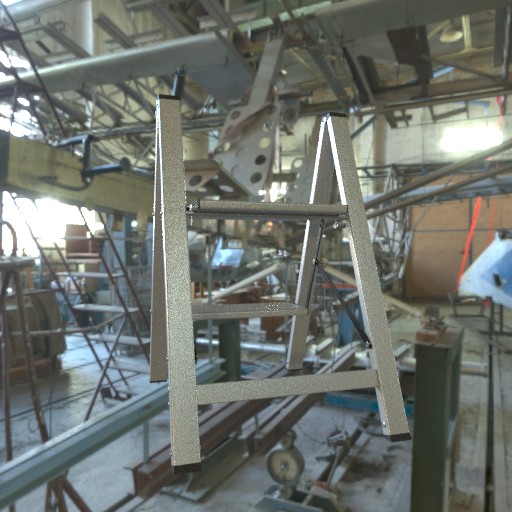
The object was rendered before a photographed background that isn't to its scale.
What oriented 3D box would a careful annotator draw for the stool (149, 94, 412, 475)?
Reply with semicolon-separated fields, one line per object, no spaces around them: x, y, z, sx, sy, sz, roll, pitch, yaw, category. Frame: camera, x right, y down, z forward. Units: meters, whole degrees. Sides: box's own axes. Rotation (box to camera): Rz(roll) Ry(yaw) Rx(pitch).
0.000;0.000;0.999;0.440;0.670;0.535;0;0;-17;stool
